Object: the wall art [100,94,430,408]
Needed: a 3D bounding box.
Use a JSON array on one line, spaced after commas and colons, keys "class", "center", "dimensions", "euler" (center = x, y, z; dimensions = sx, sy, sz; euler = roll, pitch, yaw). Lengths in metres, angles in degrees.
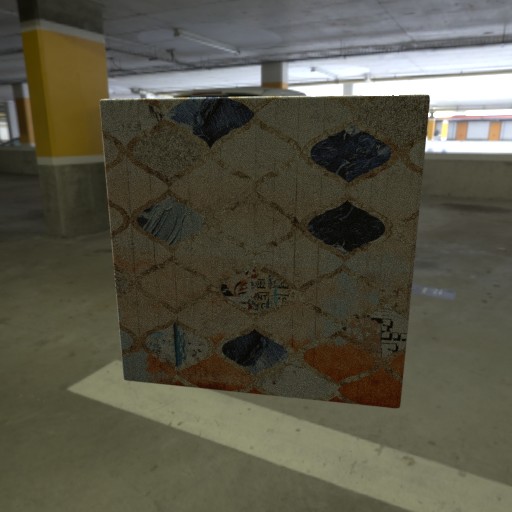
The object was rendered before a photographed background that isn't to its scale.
[{"class": "wall art", "center": [0.000, 0.000, 0.752], "dimensions": [0.507, 0.508, 0.038], "euler": [3, 15, 10]}]
